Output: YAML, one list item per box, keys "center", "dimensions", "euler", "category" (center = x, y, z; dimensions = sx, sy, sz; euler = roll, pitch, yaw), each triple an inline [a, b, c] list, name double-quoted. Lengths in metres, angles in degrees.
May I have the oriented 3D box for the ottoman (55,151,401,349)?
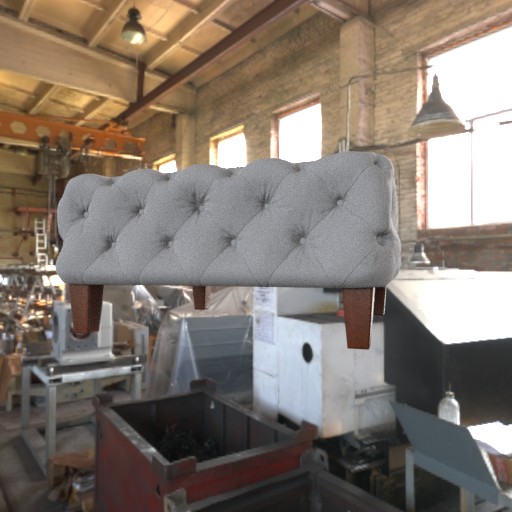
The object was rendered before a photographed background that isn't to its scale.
- center: [0.000, 0.000, 1.222]
  dimensions: [0.764, 0.365, 0.758]
  euler: [-1, -2, 18]
  category: "ottoman"
